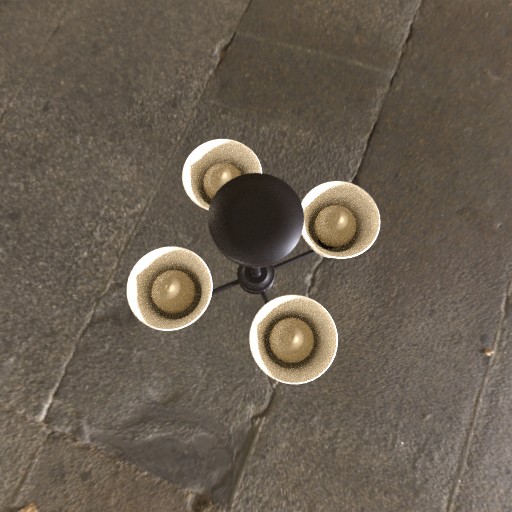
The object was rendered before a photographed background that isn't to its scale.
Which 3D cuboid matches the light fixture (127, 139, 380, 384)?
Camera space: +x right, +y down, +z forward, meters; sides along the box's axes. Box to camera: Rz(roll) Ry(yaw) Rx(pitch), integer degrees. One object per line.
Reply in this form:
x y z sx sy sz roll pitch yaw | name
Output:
0.000 0.000 1.825 1.069 0.925 1.069 -22 76 -6 | light fixture
